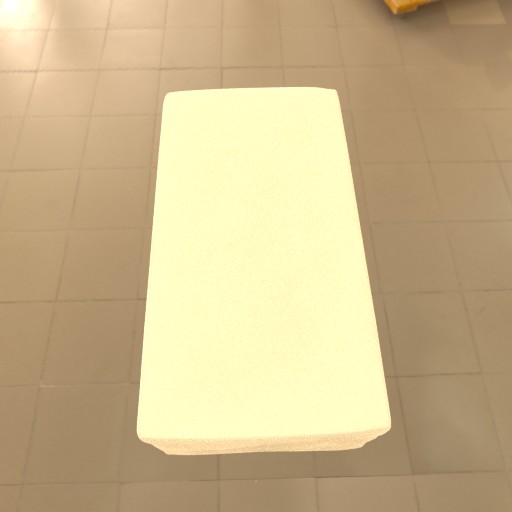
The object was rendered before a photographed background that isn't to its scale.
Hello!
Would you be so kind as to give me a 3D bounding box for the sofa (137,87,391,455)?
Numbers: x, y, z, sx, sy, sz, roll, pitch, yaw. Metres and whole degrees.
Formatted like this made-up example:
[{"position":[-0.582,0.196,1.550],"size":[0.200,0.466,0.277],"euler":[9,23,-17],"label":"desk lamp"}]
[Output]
[{"position":[0.000,0.000,2.080],"size":[0.939,0.552,1.677],"euler":[-2,63,-1],"label":"sofa"}]
